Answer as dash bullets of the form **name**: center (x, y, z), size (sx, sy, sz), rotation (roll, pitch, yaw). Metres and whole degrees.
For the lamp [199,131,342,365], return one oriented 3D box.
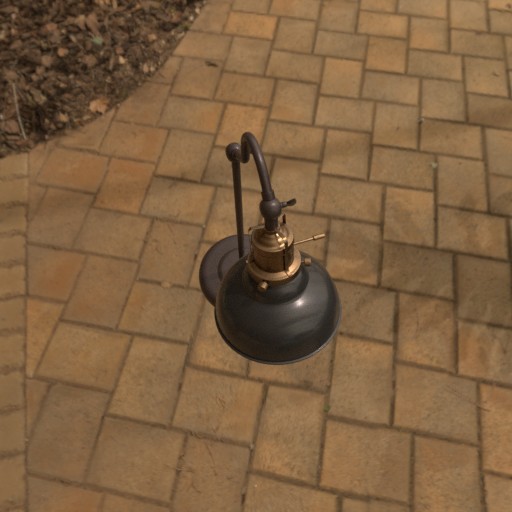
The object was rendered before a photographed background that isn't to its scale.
- **lamp**: center (0.000, 0.000, 0.700), size (0.192, 0.508, 0.374), rotation (-16, 64, -8)
